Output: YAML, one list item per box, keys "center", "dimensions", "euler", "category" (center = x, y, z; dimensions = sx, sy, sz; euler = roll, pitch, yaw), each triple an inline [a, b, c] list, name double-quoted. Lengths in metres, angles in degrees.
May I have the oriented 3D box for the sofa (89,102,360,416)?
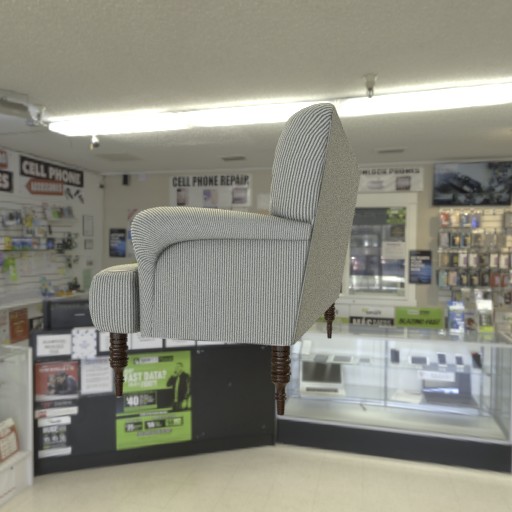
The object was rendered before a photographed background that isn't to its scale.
- center: [0.000, 0.000, 1.855]
  dimensions: [0.779, 0.889, 1.297]
  euler: [0, 2, 17]
  category: "sofa"
